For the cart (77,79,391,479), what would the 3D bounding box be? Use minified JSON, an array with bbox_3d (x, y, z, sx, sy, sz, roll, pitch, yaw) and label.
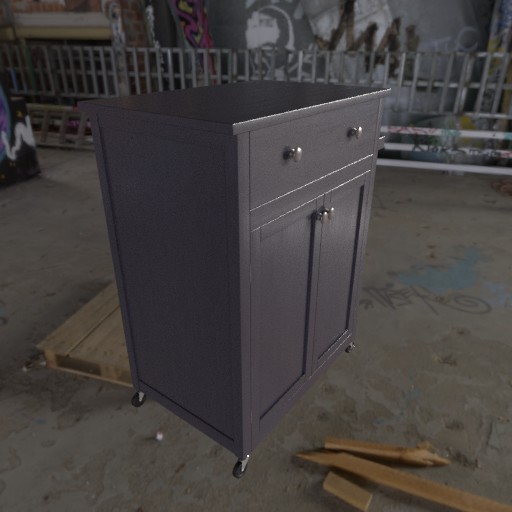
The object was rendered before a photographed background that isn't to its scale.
[{"bbox_3d":[0.000,0.000,1.272,0.449,0.878,0.690,19,32,33],"label":"cart"}]
